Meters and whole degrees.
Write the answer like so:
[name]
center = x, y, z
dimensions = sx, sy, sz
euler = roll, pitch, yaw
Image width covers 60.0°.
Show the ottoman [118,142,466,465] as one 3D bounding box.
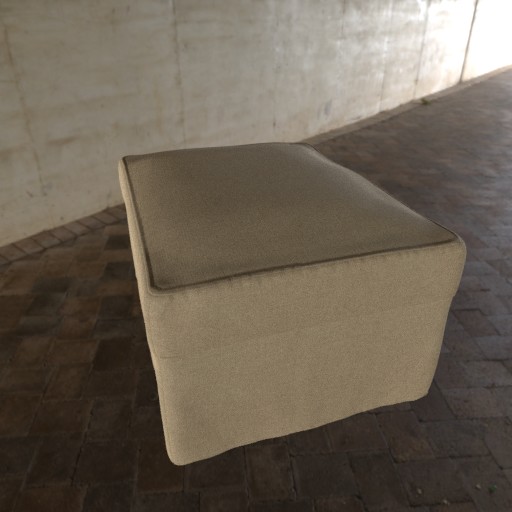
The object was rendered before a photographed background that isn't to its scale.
[ottoman]
center = 0.000, 0.000, 1.225
dimensions = 0.650, 0.485, 0.833
euler = -9, 31, -16
